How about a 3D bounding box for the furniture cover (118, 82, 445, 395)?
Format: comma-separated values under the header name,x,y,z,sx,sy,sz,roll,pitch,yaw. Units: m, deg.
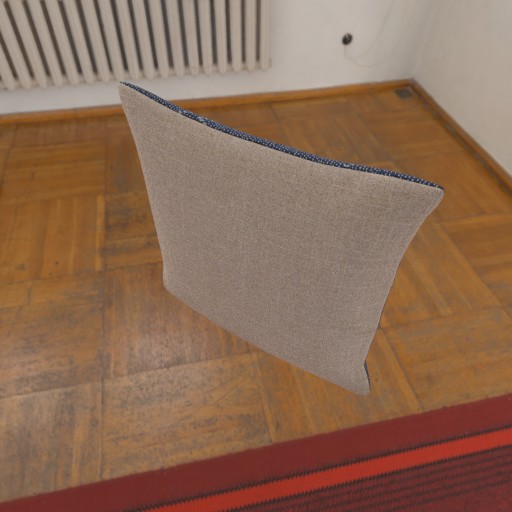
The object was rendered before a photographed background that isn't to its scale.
name,x,y,z,sx,sy,sz,roll,pitch,yaw
furniture cover,0.000,0.000,0.770,0.511,0.503,0.162,25,51,22
